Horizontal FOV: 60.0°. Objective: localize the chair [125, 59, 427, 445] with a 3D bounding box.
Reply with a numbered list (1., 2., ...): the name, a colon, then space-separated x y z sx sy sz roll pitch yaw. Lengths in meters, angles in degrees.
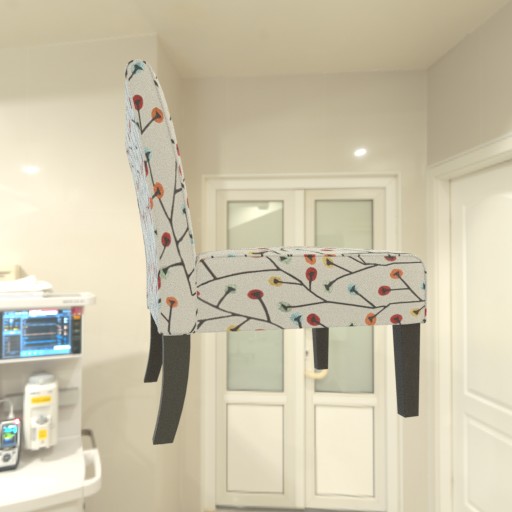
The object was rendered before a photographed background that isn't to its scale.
1. chair: 0.000 0.000 1.283 0.732 0.813 0.597 0 -1 -16
